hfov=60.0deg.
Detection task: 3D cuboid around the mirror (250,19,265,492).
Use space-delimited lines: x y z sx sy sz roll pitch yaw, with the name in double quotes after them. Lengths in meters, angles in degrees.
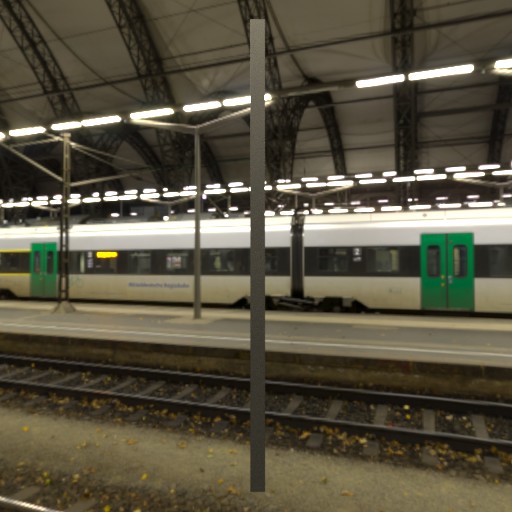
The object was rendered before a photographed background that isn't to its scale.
0.000 0.000 1.524 0.038 1.219 0.762 0 -1 -1 "mirror"
